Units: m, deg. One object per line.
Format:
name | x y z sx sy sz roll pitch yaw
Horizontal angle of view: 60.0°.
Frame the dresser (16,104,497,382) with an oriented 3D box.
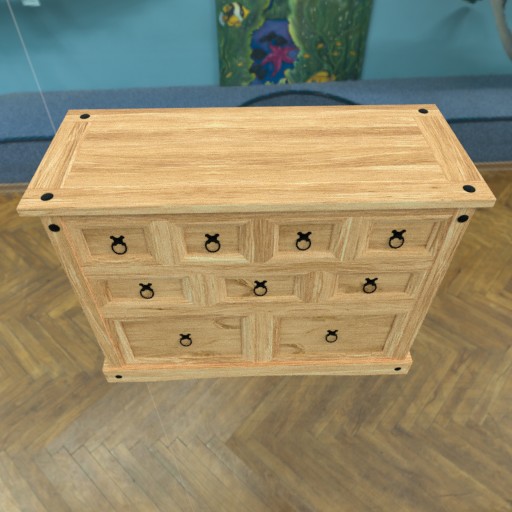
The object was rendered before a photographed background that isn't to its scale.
dresser | 0.000 0.000 1.317 0.990 0.740 0.410 -1 46 -1
